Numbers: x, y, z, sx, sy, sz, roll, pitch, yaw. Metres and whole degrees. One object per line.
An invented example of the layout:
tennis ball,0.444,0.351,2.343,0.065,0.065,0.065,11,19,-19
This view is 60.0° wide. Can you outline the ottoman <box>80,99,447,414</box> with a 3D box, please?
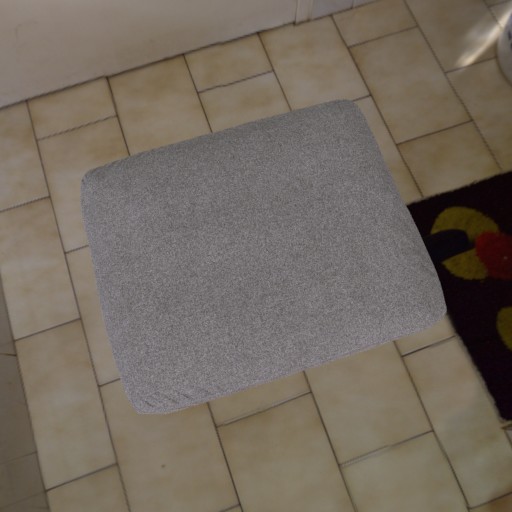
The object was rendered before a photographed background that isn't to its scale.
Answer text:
ottoman,0.000,0.000,1.265,0.837,0.481,0.683,-17,74,-5
